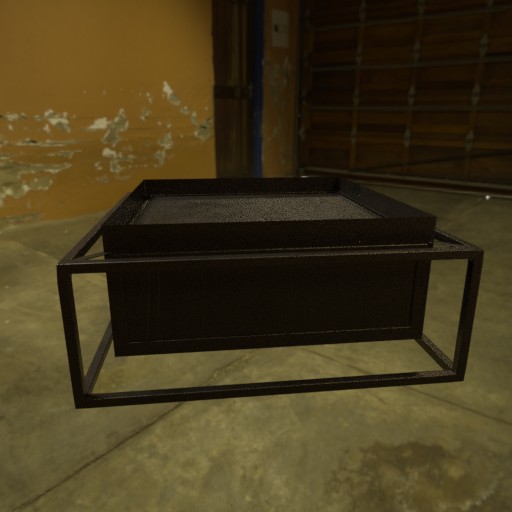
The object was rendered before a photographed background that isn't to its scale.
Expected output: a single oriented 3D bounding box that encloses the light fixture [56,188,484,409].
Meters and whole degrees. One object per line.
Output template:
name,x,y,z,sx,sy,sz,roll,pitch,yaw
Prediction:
light fixture,0.000,0.000,0.678,0.441,0.191,0.441,-2,17,-7
